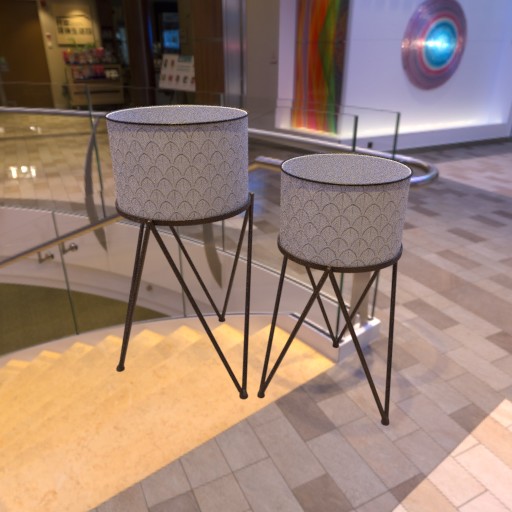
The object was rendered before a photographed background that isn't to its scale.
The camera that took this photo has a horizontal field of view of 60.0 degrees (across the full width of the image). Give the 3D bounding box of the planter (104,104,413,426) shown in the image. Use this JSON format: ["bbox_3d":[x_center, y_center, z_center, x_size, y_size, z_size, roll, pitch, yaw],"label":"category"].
[{"bbox_3d":[0.000,0.000,1.160,0.769,0.712,0.413,7,26,15],"label":"planter"}]
